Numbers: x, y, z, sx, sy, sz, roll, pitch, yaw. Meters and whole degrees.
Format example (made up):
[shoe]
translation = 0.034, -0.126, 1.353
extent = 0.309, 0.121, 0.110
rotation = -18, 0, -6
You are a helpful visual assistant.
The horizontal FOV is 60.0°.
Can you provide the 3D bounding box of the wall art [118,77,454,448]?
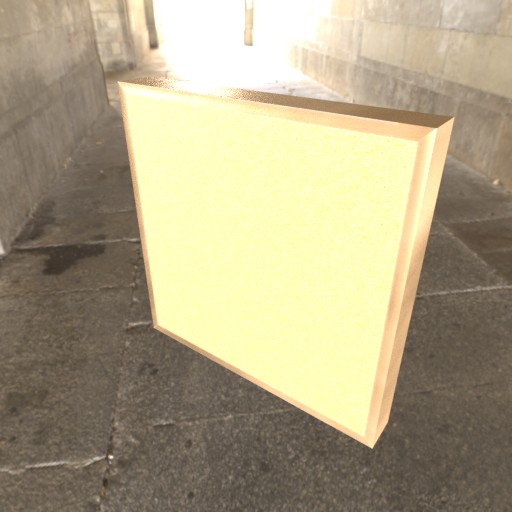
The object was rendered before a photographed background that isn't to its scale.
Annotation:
[wall art]
translation = 0.000, 0.000, 0.440
extent = 0.305, 0.303, 0.038
rotation = 20, 36, 31
